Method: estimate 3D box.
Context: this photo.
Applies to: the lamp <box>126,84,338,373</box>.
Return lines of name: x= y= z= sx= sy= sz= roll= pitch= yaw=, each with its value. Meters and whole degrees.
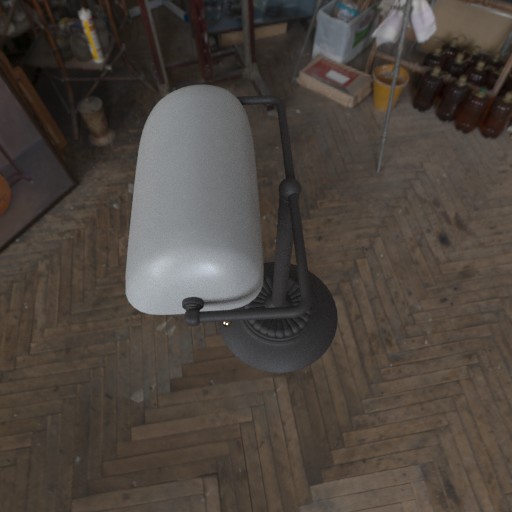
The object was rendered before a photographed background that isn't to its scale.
lamp: x=0.000 y=0.000 z=0.517 sx=0.243 sy=0.339 sz=0.264 roll=-3 pitch=59 yaw=-2
